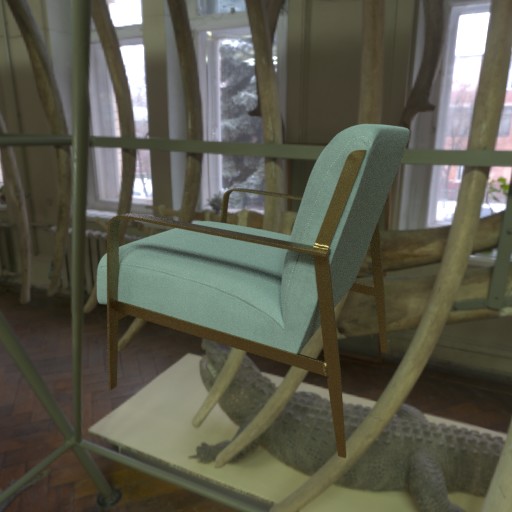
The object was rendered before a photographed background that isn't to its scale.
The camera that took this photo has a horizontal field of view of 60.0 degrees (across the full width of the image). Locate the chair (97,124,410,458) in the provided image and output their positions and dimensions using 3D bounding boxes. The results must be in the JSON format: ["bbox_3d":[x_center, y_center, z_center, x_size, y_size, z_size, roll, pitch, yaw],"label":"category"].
[{"bbox_3d":[0.000,0.000,1.466,0.842,0.824,0.701,7,17,24],"label":"chair"}]
